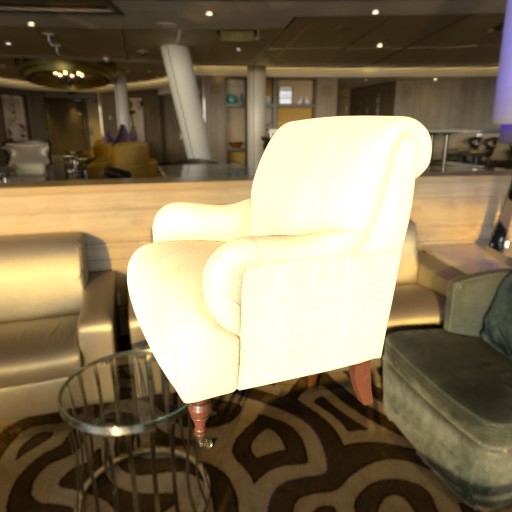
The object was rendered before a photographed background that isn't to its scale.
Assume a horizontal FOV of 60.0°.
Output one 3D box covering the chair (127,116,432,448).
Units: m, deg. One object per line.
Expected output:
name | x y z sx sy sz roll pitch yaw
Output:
chair | 0.000 0.000 1.557 0.842 0.944 0.766 -7 17 -23
